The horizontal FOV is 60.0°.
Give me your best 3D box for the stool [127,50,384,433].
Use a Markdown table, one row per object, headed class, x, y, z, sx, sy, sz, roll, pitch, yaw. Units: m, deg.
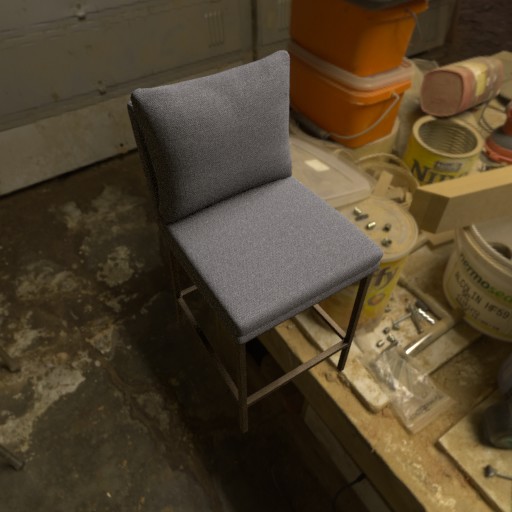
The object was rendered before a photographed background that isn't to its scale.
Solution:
| class | x | y | z | sx | sy | sz | roll | pitch | yaw |
| --- | --- | --- | --- | --- | --- | --- | --- | --- | --- |
| stool | 0.000 | 0.000 | 1.361 | 0.463 | 1.031 | 0.569 | -25 | 52 | -21 |
